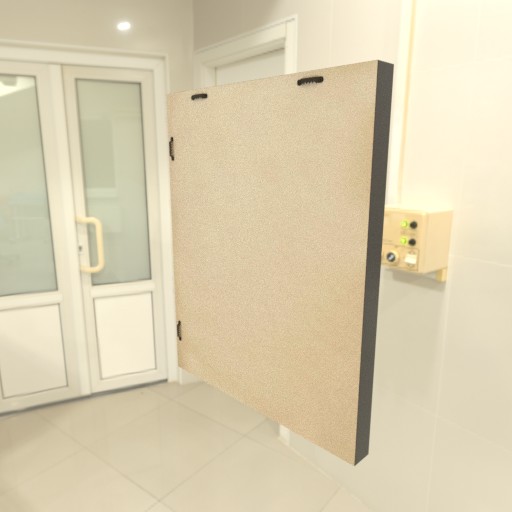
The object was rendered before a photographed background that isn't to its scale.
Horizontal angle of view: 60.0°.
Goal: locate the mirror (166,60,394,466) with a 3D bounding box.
[{"bbox_3d":[0.000,0.000,0.687,0.041,0.508,0.405,-13,18,-43],"label":"mirror"}]
